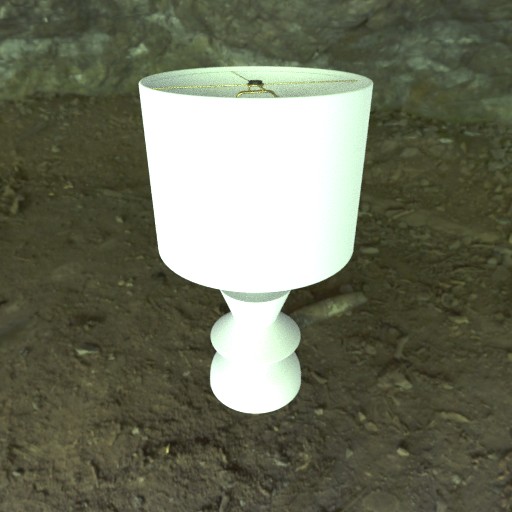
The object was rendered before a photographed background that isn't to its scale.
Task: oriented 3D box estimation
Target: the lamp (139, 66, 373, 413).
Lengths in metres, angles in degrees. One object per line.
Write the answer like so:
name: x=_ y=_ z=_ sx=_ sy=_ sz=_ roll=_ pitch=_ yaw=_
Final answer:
lamp: x=0.000 y=0.000 z=0.712 sx=0.301 sy=0.533 sz=0.301 roll=-8 pitch=30 yaw=-13
